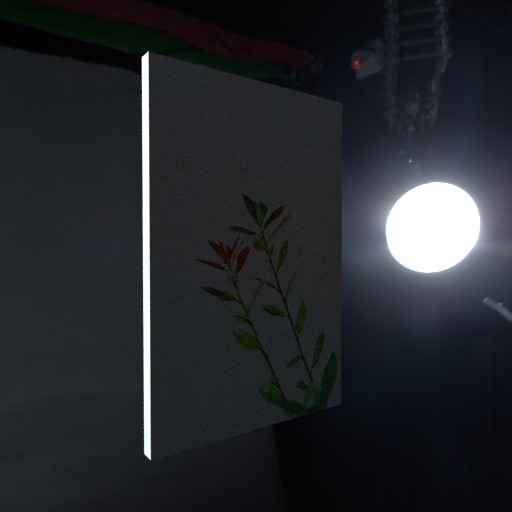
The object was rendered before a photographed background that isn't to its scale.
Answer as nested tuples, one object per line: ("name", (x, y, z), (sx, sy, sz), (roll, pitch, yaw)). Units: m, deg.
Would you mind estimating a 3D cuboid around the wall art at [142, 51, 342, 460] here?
("wall art", (0.000, 0.000, 1.184), (0.612, 0.915, 0.039), (-1, 2, -35))
